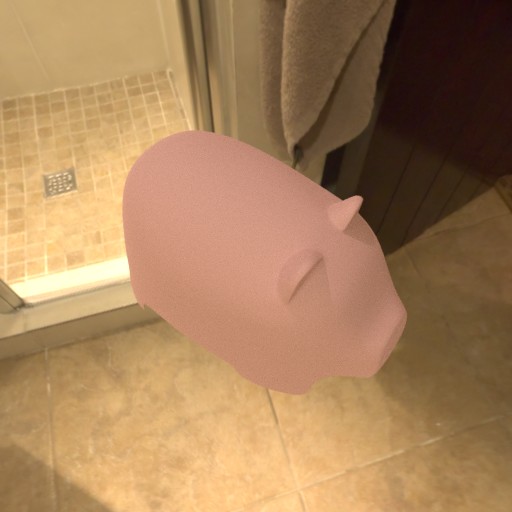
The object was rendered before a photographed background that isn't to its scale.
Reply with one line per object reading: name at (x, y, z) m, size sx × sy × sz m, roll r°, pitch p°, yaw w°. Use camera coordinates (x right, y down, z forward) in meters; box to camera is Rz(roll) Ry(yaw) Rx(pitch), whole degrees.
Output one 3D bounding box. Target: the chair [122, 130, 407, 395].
chair at (0.000, 0.000, 0.879) m, size 0.619 × 0.423 × 0.364 m, roll 32°, pitch 65°, yaw 17°
